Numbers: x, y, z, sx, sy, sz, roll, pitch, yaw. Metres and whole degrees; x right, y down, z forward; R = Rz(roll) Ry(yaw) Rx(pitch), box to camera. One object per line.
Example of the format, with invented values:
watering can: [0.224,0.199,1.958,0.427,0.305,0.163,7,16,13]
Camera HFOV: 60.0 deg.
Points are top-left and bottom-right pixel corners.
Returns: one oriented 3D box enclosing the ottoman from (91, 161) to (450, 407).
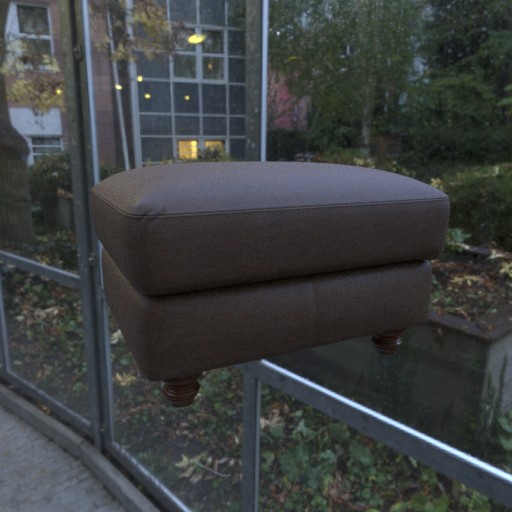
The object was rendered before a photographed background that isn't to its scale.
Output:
ottoman: [0.000,0.000,1.219,0.787,0.508,0.635,-6,15,-25]
